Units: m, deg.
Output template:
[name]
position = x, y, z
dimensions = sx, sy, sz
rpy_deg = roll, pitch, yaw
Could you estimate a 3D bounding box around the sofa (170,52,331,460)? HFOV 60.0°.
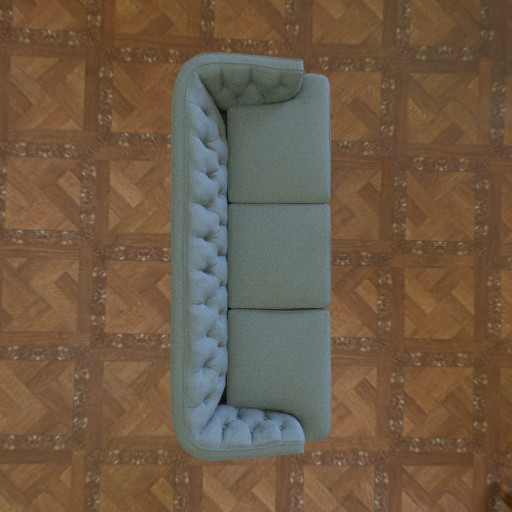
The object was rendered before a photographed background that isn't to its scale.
[sofa]
position = 0.000, 0.000, 2.765
dimensions = 0.941, 0.855, 2.278
rpy_deg = 0, 89, -2
